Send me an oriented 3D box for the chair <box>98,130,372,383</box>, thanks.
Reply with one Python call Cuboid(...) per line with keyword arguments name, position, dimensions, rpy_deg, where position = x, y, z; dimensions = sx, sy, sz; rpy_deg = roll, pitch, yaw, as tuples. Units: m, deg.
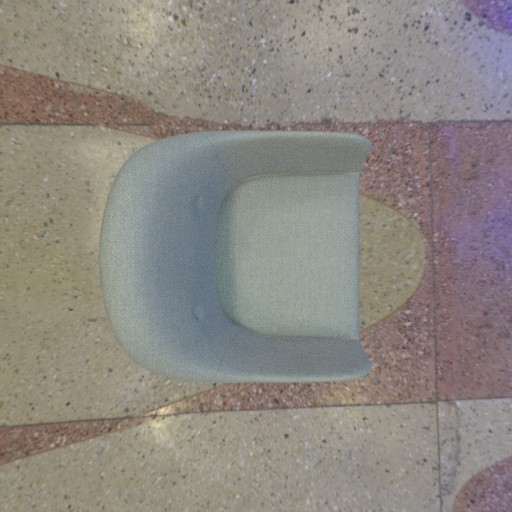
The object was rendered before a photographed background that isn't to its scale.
Cuboid(name="chair", position=(0.000, 0.000, 1.157), dimensions=(0.570, 0.780, 0.540), rpy_deg=(0, 91, -1))
